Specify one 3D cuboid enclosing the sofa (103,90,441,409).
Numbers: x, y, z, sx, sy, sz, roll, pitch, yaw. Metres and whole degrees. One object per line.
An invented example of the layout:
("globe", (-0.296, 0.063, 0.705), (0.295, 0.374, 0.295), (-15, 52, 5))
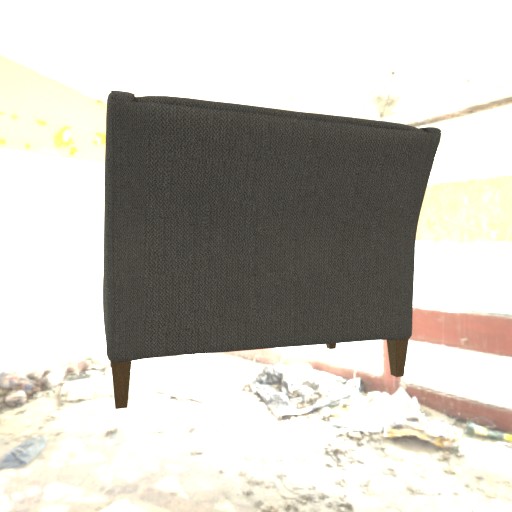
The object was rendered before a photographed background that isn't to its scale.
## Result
("sofa", (0.000, 0.000, 1.900), (1.242, 1.022, 0.873), (0, 1, -20))
